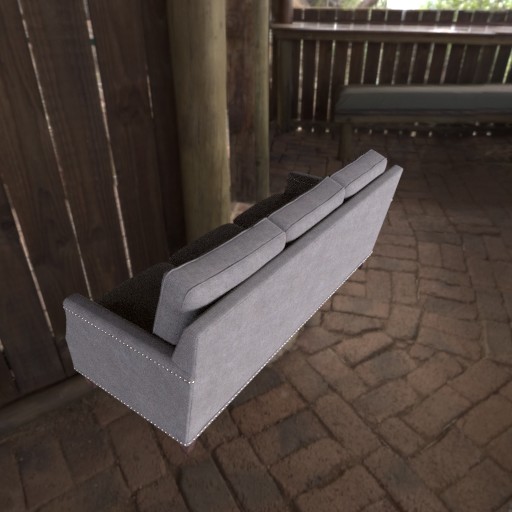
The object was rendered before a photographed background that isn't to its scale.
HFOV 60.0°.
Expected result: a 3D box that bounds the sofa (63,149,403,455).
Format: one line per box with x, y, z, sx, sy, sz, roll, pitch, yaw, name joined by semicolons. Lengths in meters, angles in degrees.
0.000;0.000;2.857;1.034;1.042;2.226;20;37;30;sofa
